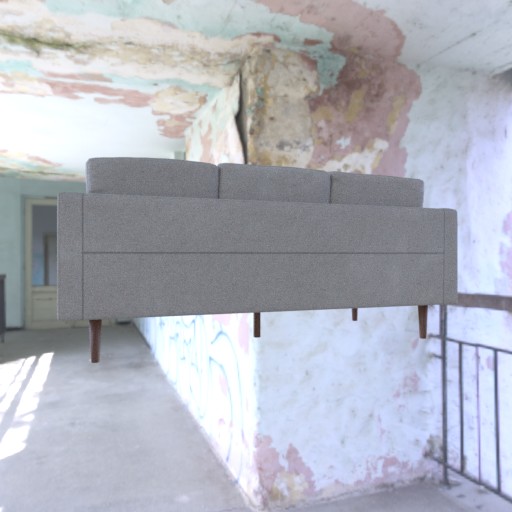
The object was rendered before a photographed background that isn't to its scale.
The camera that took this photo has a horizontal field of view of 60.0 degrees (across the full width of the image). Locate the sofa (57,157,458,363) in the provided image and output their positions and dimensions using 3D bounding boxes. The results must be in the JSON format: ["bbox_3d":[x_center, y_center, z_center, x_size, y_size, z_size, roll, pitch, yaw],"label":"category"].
[{"bbox_3d":[0.000,0.000,2.517,1.983,0.918,0.944,0,0,-19],"label":"sofa"}]
